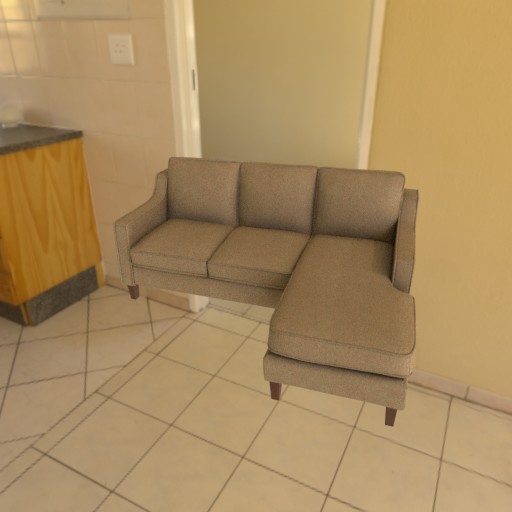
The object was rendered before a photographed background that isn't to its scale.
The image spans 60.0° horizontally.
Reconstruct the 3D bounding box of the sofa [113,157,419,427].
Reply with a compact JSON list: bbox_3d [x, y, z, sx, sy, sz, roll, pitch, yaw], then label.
[{"bbox_3d":[0.000,0.000,3.352,2.317,1.081,1.858,8,27,16],"label":"sofa"}]
